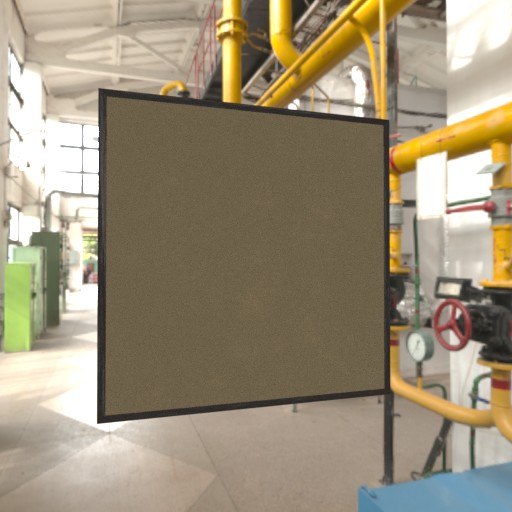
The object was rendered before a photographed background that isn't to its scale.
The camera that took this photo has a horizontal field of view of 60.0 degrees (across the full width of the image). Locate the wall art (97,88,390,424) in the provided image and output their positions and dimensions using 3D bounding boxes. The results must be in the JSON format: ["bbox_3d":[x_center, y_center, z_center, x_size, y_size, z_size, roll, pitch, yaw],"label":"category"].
[{"bbox_3d":[0.000,0.000,1.134,0.762,0.758,0.043,0,-1,-17],"label":"wall art"}]
